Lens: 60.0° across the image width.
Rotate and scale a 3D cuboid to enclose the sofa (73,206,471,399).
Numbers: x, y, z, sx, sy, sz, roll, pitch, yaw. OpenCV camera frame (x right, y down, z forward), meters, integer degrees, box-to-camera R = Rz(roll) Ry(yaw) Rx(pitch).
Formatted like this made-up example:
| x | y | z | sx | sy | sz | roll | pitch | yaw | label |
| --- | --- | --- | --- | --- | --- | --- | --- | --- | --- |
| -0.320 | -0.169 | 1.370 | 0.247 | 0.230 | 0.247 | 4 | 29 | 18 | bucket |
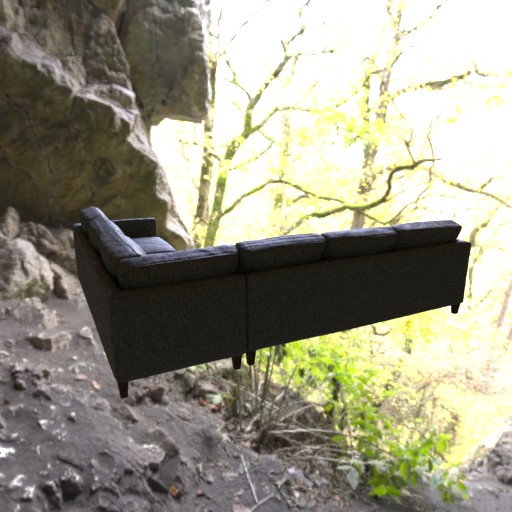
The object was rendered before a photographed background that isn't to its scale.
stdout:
| x | y | z | sx | sy | sz | roll | pitch | yaw | label |
| --- | --- | --- | --- | --- | --- | --- | --- | --- | --- |
| 0.000 | 0.000 | 4.571 | 3.302 | 0.947 | 2.593 | -8 | 17 | -25 | sofa |
